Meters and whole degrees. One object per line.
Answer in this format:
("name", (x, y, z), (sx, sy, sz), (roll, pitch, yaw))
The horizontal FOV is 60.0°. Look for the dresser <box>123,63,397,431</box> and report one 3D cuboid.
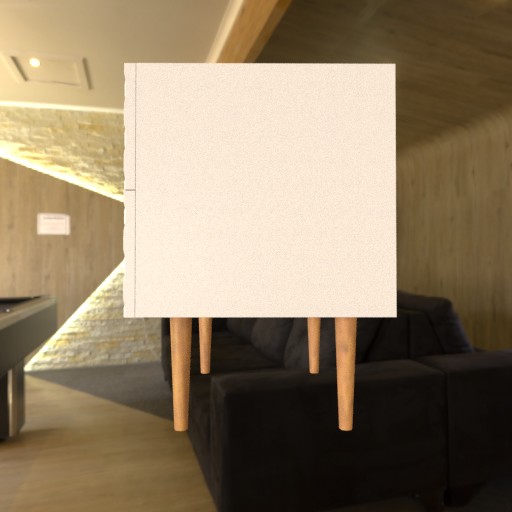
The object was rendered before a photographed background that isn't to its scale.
("dresser", (0.000, 0.000, 0.909), (0.414, 0.568, 0.503), (0, -1, 0))
